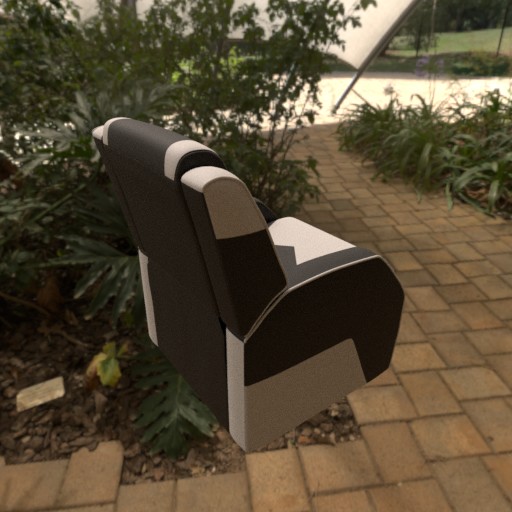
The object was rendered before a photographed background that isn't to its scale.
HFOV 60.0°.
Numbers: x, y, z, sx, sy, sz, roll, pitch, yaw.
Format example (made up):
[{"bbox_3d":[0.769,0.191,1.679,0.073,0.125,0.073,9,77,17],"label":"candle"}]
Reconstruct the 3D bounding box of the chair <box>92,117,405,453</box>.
[{"bbox_3d":[0.000,0.000,1.310,0.672,0.805,0.620,-18,32,-32],"label":"chair"}]
